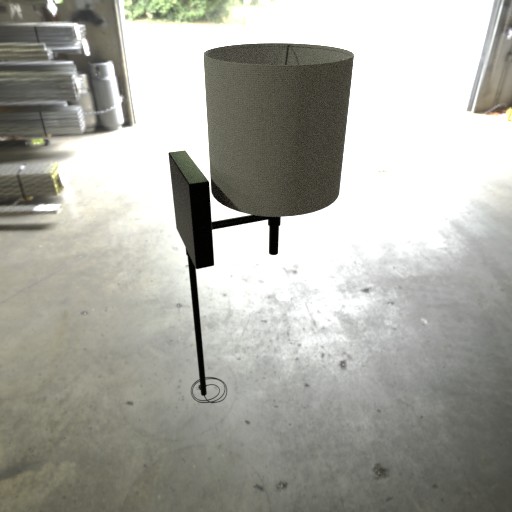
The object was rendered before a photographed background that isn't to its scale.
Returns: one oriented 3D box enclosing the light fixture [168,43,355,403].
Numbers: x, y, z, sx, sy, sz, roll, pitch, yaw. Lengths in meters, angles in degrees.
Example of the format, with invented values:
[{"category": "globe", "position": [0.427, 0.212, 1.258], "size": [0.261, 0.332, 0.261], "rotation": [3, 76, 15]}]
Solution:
[{"category": "light fixture", "position": [0.000, 0.000, 0.703], "size": [0.248, 0.589, 0.188], "rotation": [-12, 34, -18]}]
